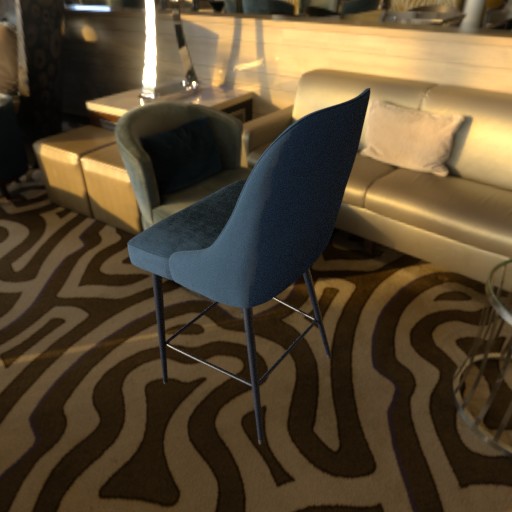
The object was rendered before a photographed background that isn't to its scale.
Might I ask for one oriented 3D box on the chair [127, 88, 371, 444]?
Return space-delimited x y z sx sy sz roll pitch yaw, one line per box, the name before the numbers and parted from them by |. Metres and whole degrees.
chair | 0.000 0.000 1.249 0.489 0.927 0.526 22 39 30
